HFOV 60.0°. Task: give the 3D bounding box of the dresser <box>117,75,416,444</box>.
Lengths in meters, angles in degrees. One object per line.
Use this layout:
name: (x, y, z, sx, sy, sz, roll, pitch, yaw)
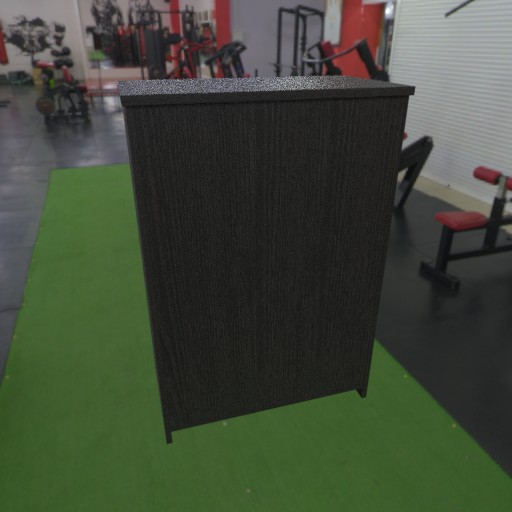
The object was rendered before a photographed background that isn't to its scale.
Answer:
dresser: (0.000, 0.000, 1.398, 0.704, 1.020, 0.399, -8, 27, -15)
